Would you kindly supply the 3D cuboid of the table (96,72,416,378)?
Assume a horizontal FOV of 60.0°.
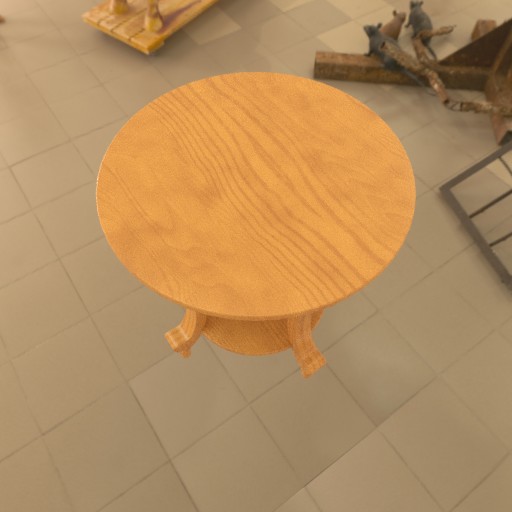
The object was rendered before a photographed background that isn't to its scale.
[{"bbox_3d":[0.000,0.000,1.099,0.597,0.612,0.597,0,58,0],"label":"table"}]
